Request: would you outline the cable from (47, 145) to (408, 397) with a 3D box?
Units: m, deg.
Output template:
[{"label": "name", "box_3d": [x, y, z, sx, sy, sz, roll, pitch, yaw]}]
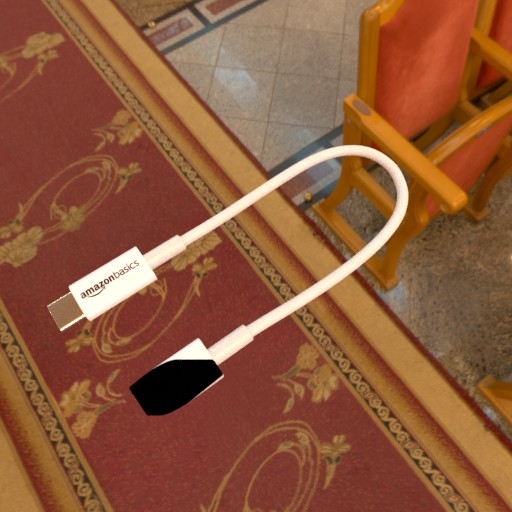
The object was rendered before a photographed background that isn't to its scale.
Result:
[{"label": "cable", "box_3d": [0.000, 0.000, 0.114, 0.098, 0.006, 0.040, -33, 69, -15]}]
